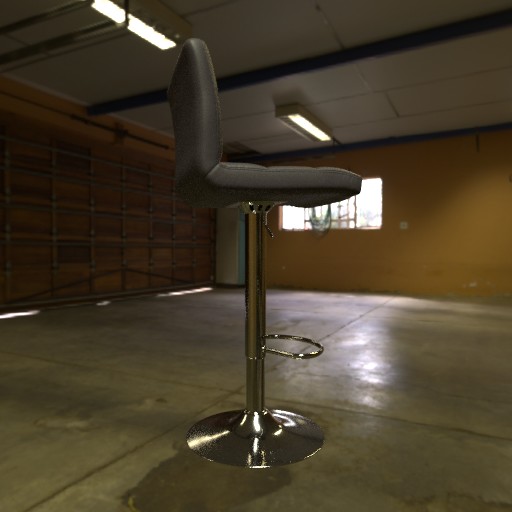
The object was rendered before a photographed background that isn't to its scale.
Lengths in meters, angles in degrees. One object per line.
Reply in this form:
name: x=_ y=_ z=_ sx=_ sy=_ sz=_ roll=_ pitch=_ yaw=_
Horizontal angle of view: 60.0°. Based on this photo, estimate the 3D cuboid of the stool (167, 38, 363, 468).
stool: x=0.000 y=0.000 z=1.365 sx=0.505 sy=1.115 sz=0.430 roll=0 pitch=1 yaw=-18
